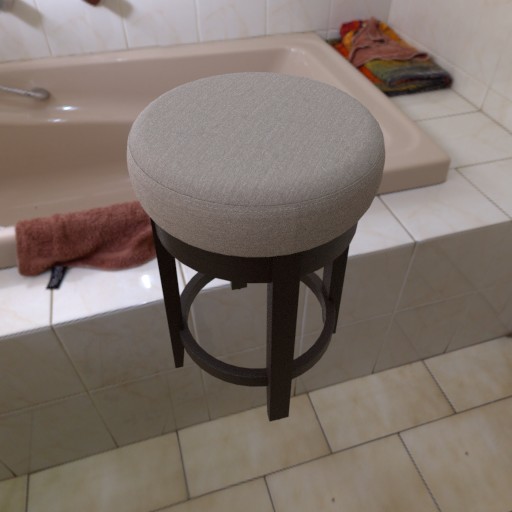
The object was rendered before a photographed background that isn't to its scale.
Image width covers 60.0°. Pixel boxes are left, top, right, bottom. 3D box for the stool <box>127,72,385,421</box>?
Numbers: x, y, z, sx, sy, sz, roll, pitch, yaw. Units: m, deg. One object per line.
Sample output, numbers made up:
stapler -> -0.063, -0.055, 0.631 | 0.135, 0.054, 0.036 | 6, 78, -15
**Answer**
stool -> 0.000, 0.000, 0.966 | 0.443, 0.672, 0.443 | 0, 45, 0
